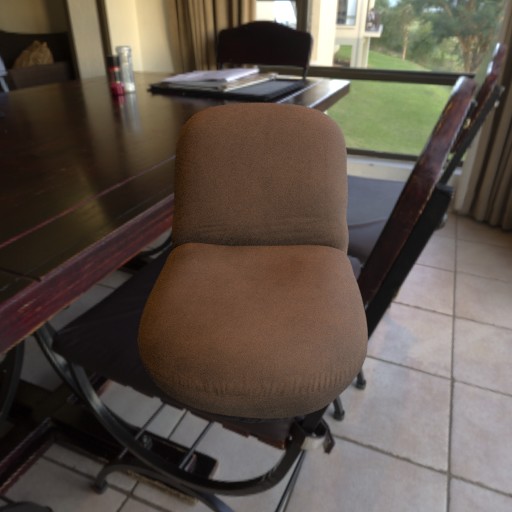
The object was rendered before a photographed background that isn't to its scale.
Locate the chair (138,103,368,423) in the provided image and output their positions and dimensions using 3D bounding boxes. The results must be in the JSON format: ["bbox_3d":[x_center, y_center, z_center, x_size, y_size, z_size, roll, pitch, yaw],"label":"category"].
[{"bbox_3d":[0.000,0.000,1.030,0.521,0.594,0.597,2,30,3],"label":"chair"}]
